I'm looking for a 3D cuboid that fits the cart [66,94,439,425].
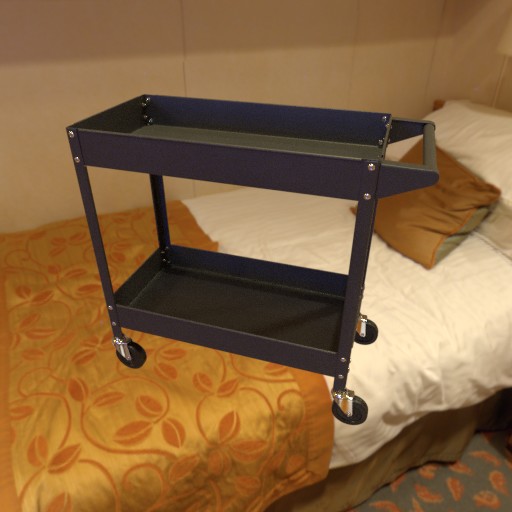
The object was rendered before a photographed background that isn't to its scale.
[{"bbox_3d":[0.000,0.000,1.189,0.779,0.719,0.366,10,34,15],"label":"cart"}]
